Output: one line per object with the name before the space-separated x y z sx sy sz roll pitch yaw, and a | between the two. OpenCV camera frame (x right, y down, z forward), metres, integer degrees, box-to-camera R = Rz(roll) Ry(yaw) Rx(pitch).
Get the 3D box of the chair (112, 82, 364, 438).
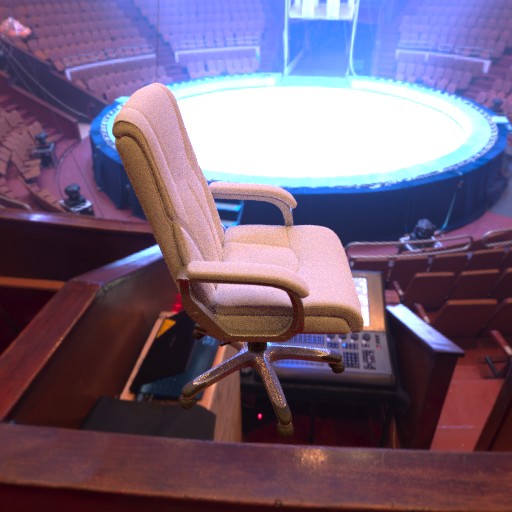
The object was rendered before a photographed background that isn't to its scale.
chair | 0.000 0.000 1.577 0.738 1.120 0.687 0 32 1
